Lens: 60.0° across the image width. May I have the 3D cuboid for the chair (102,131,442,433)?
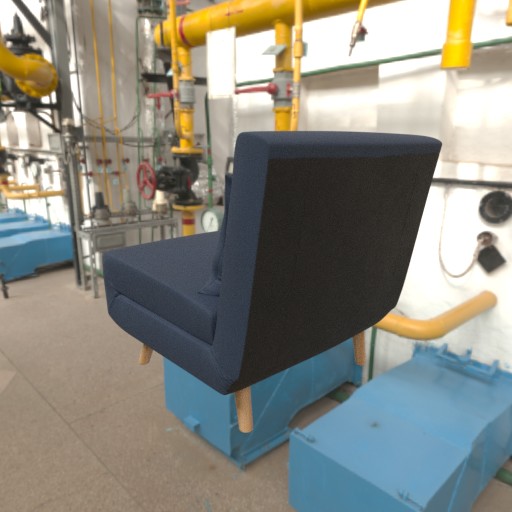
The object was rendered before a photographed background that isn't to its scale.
[{"bbox_3d":[0.000,0.000,1.515,0.770,0.808,0.900,-13,19,-41],"label":"chair"}]
